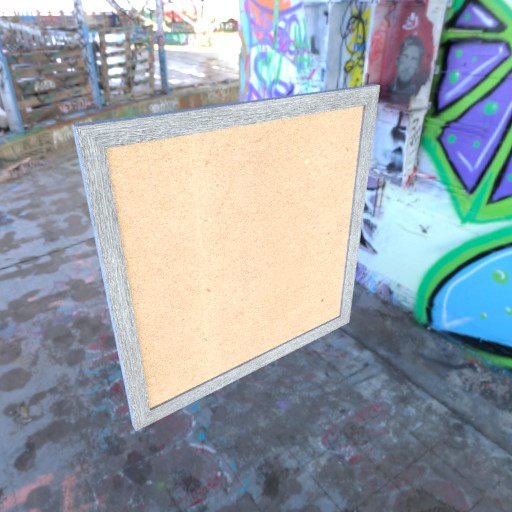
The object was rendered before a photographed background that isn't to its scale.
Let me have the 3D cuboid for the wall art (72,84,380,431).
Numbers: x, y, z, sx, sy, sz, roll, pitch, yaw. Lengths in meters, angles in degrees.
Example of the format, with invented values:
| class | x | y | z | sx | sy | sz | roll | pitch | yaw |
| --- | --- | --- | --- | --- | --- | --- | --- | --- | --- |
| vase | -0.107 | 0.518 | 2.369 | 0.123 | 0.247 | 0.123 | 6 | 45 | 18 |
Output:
| class | x | y | z | sx | sy | sz | roll | pitch | yaw |
| --- | --- | --- | --- | --- | --- | --- | --- | --- | --- |
| wall art | 0.000 | 0.000 | 1.020 | 0.685 | 0.685 | 0.020 | -19 | 35 | -30 |
